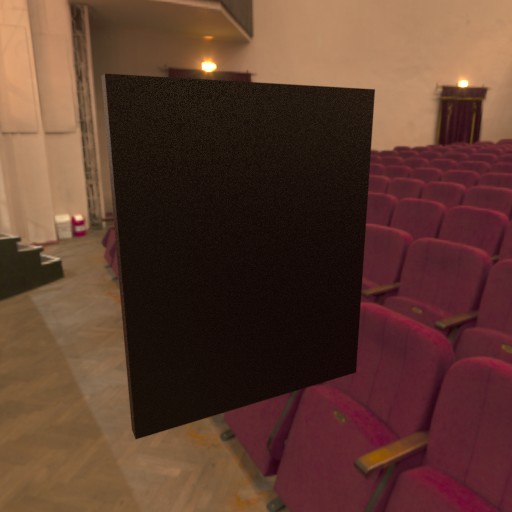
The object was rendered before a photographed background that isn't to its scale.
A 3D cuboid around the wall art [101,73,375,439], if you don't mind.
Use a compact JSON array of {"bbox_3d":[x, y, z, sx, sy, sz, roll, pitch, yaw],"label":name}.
[{"bbox_3d":[0.000,0.000,0.763,0.457,0.557,0.028,-8,17,-26],"label":"wall art"}]
